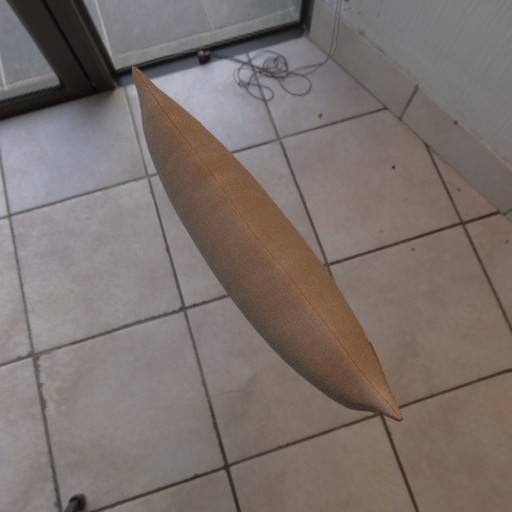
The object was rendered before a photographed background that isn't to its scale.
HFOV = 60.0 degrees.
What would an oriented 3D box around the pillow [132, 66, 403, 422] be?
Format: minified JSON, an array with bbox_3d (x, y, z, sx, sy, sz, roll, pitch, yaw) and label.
[{"bbox_3d":[0.000,0.000,0.728,0.148,0.308,0.612,-35,78,-9],"label":"pillow"}]
